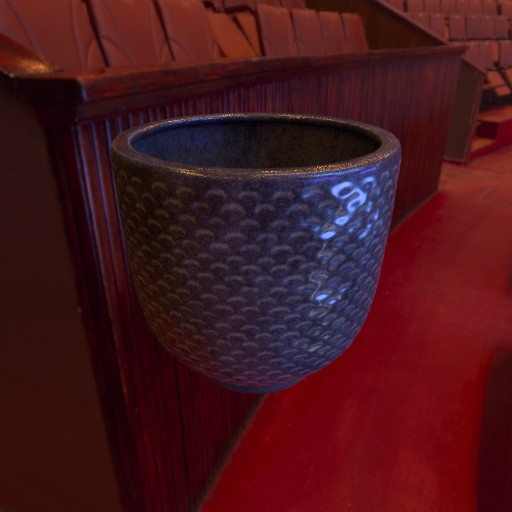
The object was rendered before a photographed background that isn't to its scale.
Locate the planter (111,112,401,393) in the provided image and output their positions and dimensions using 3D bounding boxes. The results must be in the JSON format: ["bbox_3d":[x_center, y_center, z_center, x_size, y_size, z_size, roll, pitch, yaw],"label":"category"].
[{"bbox_3d":[0.000,0.000,0.351,0.197,0.191,0.197,0,27,0],"label":"planter"}]
